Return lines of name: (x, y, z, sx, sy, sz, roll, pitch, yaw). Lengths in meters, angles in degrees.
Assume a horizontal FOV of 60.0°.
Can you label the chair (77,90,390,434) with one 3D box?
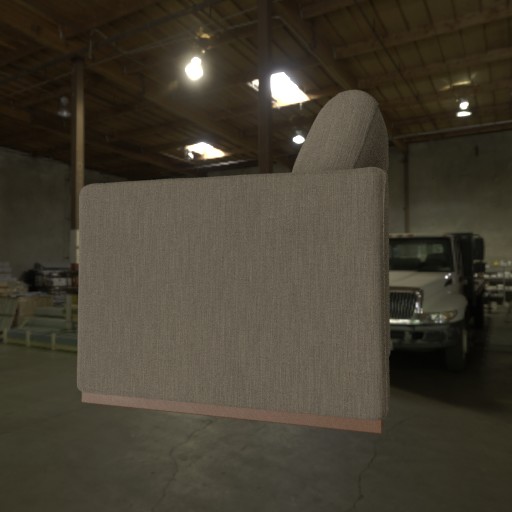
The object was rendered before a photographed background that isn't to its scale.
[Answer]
chair: (0.000, 0.000, 1.447, 0.834, 0.811, 0.763, -1, -2, 17)
